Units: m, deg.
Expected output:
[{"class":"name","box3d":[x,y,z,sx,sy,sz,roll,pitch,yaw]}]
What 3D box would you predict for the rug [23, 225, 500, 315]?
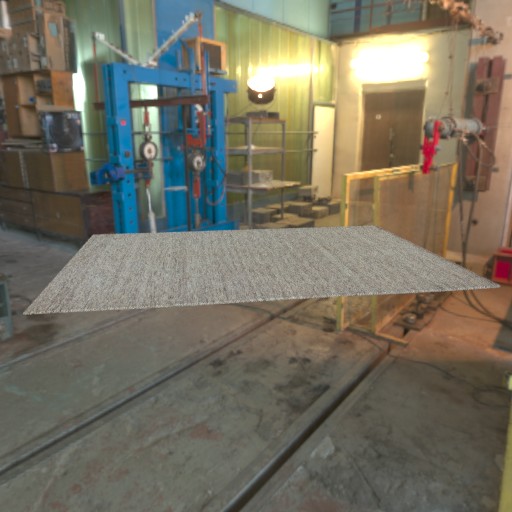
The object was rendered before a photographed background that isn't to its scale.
[{"class":"rug","box3d":[0.000,0.000,2.816,2.283,0.013,1.547,-2,16,-9]}]
